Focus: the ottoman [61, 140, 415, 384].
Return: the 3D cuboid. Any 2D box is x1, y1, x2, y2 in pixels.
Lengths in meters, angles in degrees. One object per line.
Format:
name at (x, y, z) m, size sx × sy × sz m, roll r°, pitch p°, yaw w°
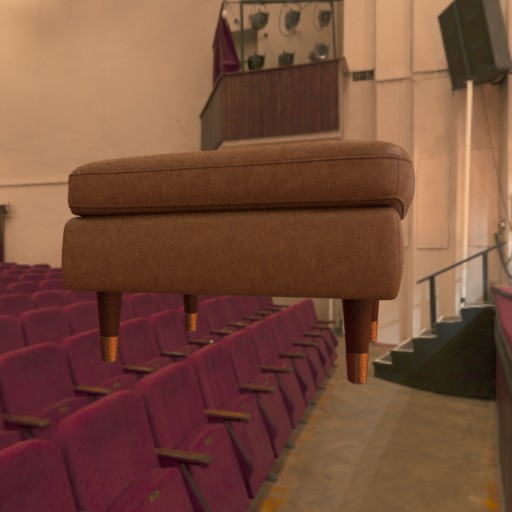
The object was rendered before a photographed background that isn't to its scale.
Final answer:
ottoman at (0.000, 0.000, 1.110) m, size 0.747 × 0.478 × 0.593 m, roll 0°, pitch 0°, yaw 18°
